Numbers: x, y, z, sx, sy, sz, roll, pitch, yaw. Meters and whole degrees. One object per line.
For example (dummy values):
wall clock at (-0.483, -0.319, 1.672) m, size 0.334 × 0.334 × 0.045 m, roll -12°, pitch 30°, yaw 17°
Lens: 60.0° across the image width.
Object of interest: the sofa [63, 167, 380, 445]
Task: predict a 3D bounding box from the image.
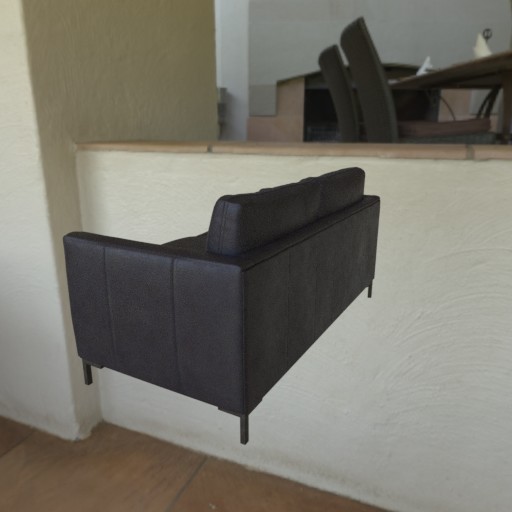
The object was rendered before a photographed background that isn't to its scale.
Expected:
sofa at (0.000, 0.000, 2.396) m, size 0.947 × 0.883 × 1.805 m, roll 8°, pitch 18°, yaw 26°
